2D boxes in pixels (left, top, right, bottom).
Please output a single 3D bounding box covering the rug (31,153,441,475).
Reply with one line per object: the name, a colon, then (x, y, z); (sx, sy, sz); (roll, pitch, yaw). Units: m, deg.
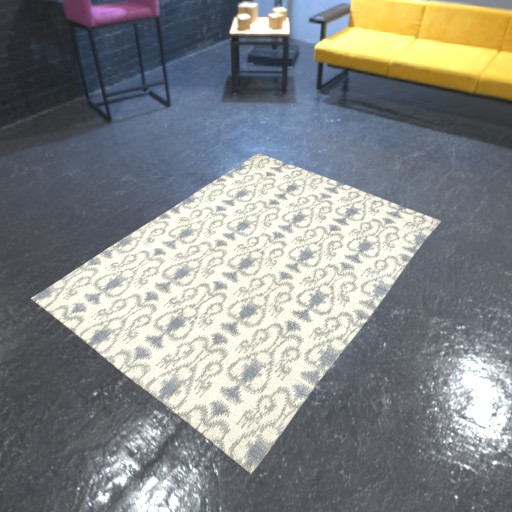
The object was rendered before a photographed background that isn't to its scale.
rug: (0.000, 0.000, 2.933); (1.676, 0.013, 2.261); (27, 48, 27)
